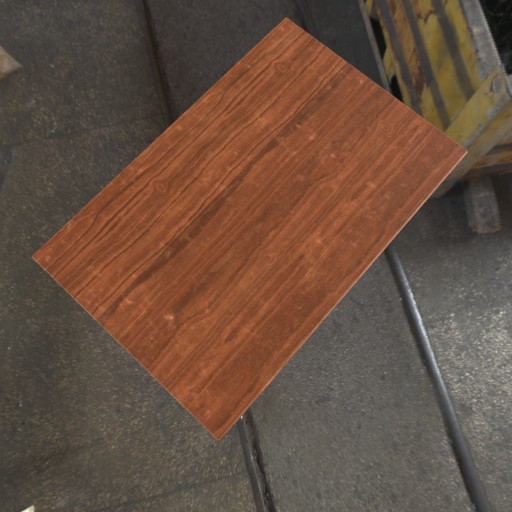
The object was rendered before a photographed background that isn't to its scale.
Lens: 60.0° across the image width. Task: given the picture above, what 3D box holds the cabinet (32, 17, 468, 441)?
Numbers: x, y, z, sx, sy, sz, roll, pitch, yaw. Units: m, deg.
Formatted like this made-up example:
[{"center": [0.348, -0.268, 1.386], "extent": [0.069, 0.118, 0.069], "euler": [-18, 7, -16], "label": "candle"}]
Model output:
[{"center": [0.000, 0.000, 1.050], "extent": [0.410, 0.695, 0.607], "euler": [41, 79, 10], "label": "cabinet"}]
